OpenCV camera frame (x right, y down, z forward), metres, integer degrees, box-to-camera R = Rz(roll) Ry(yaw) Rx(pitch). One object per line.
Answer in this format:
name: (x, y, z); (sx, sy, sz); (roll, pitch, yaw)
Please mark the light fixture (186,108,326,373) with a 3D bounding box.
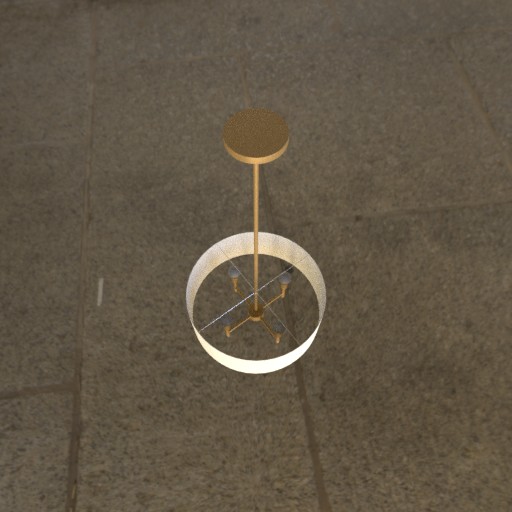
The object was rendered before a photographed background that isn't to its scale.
light fixture: (0.000, 0.000, 1.369); (0.508, 1.067, 0.508); (0, 62, 0)
